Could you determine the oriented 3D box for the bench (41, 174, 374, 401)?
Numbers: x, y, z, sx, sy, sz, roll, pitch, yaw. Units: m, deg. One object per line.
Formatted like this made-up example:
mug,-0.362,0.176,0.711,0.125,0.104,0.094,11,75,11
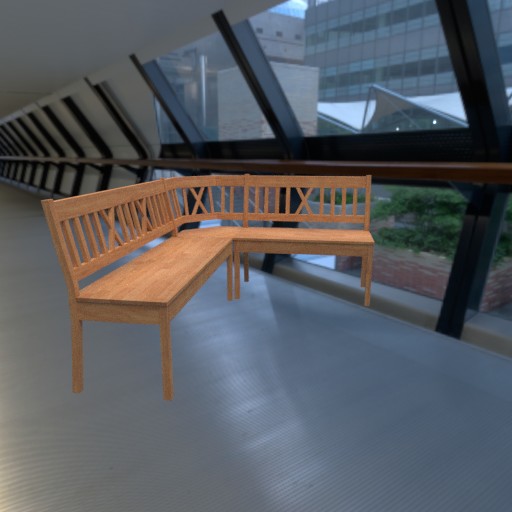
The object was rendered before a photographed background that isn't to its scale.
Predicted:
bench,0.000,0.000,2.789,1.537,0.902,1.937,2,14,8
